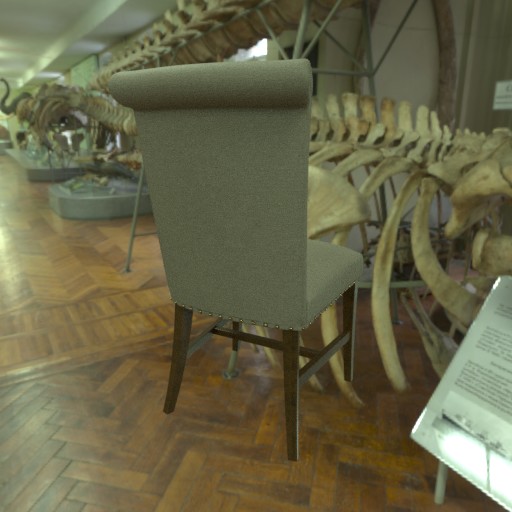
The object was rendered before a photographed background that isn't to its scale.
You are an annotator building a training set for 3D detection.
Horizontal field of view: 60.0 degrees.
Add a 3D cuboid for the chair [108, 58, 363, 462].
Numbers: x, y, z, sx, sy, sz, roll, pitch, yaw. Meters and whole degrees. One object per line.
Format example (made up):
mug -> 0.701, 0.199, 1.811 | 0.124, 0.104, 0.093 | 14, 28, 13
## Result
chair -> 0.000, 0.000, 1.305 | 0.513, 0.988, 0.608 | 9, 19, 27
